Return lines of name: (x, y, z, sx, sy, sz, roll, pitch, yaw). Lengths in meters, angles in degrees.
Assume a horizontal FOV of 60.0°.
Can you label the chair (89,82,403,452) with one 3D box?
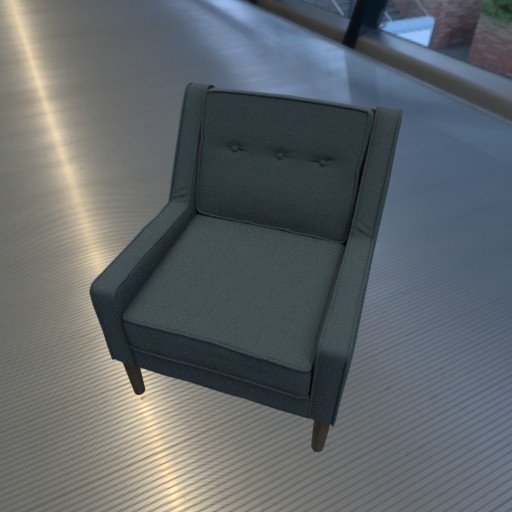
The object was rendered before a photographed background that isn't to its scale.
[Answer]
chair: (0.000, 0.000, 1.321, 0.663, 0.780, 0.733, 12, 43, 14)
